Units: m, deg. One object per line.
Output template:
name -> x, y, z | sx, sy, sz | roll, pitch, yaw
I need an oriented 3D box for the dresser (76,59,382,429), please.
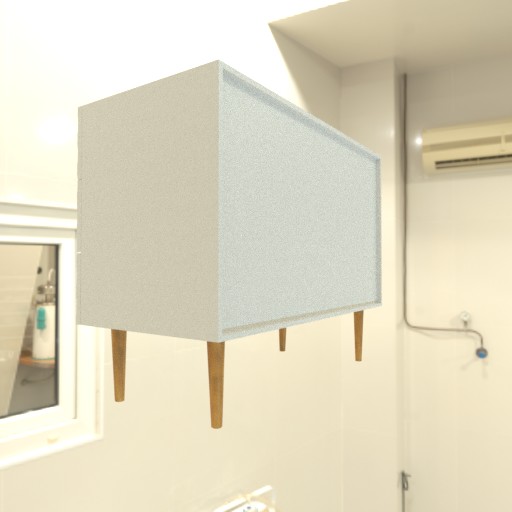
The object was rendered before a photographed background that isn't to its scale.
dresser -> 0.000, 0.000, 1.328 | 0.457, 0.721, 0.905 | -1, -1, 35
